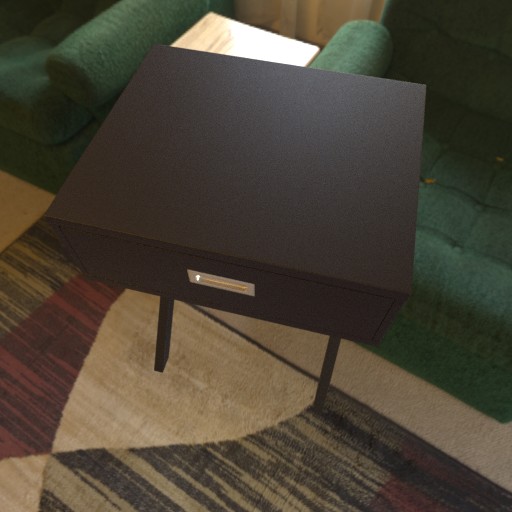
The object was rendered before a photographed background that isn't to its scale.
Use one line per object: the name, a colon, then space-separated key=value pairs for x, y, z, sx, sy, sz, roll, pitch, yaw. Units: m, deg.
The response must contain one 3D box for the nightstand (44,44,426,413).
nightstand: x=0.000 y=0.000 z=0.920 sx=0.479 sy=0.623 sz=0.402 roll=12 pitch=58 yaw=8
